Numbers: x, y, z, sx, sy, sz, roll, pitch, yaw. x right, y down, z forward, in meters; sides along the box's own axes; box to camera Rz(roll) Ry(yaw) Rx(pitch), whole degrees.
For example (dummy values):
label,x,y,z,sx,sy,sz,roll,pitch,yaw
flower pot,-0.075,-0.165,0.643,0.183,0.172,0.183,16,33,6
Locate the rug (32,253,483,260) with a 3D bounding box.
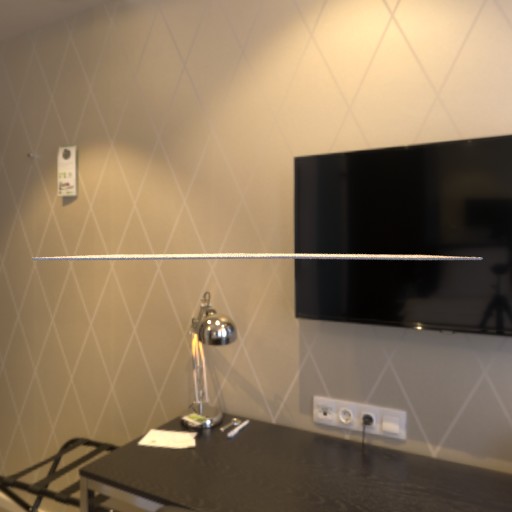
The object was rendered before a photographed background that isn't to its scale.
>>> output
label,x,y,z,sx,sy,sz,roll,pitch,yaw
rug,0.000,0.000,2.310,1.773,0.021,1.149,0,1,-2
